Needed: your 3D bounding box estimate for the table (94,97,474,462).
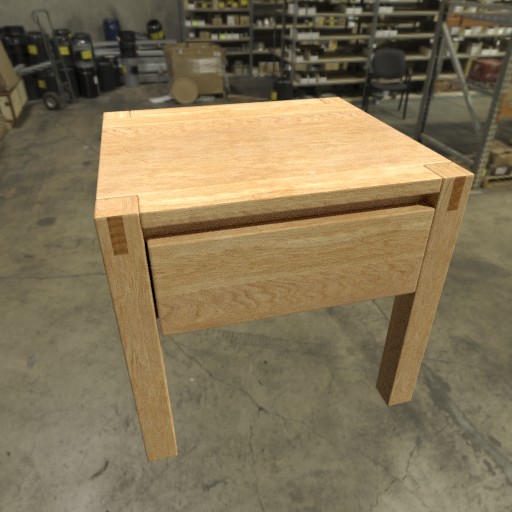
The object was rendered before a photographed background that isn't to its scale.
[{"bbox_3d":[0.000,0.000,0.830,0.480,0.450,0.440,-8,34,-12],"label":"table"}]
